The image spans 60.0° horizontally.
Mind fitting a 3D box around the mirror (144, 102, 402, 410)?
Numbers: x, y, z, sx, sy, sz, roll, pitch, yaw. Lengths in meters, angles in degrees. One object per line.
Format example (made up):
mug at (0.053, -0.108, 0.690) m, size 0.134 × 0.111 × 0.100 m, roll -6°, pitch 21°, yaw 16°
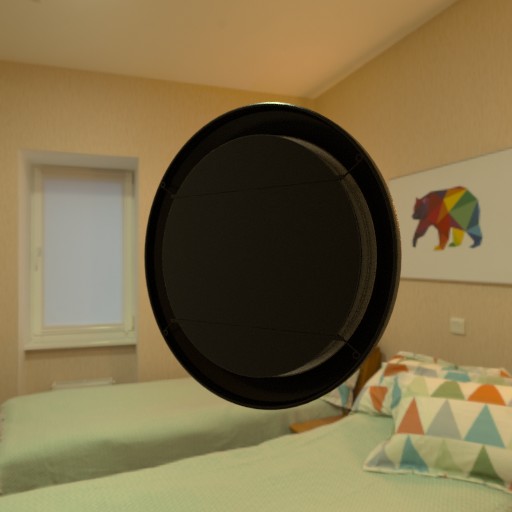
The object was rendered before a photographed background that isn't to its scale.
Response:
mirror at (0.000, 0.000, 1.374) m, size 0.907 × 0.907 × 0.111 m, roll 0°, pitch -1°, yaw 35°
